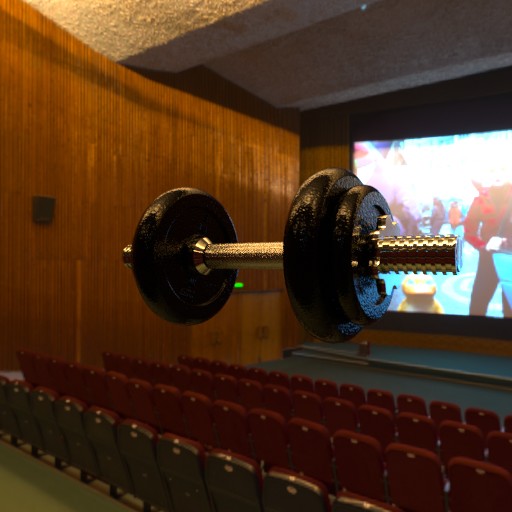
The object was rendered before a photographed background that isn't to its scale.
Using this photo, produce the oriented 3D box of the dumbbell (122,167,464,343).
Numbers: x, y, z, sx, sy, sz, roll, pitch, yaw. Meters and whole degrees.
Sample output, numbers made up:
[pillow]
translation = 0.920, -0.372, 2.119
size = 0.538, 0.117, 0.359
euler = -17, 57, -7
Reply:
[dumbbell]
translation = 0.000, 0.000, 0.583
size = 0.497, 0.202, 0.202
euler = 0, -1, 35
